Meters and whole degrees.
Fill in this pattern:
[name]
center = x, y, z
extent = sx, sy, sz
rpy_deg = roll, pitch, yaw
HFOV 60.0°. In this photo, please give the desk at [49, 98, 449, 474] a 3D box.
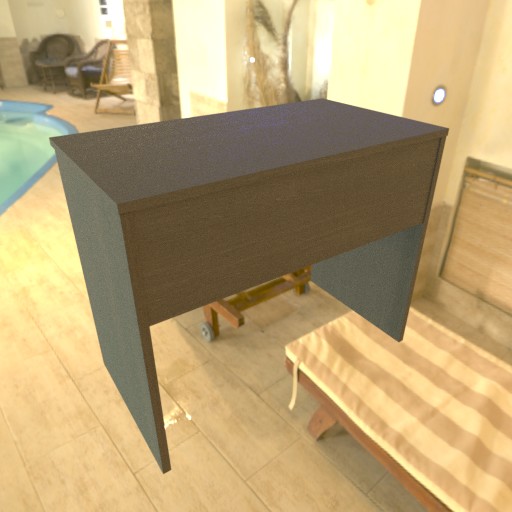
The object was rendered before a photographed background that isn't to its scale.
[desk]
center = 0.000, 0.000, 1.309
extent = 0.893, 0.724, 0.498
rpy_deg = -19, 35, -29
